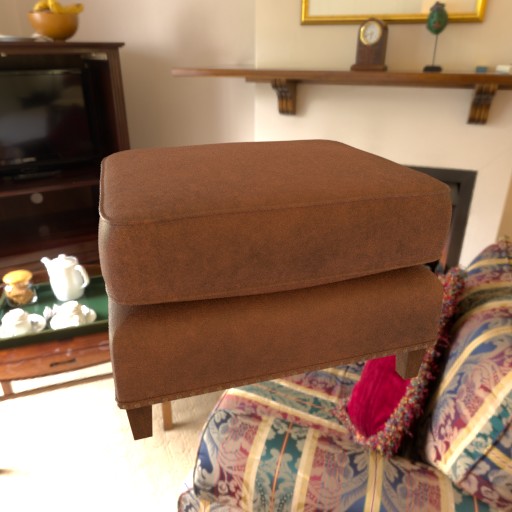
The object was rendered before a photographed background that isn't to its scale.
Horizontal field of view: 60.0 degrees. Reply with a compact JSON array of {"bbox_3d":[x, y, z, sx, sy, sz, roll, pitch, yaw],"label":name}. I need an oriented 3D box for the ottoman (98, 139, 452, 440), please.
[{"bbox_3d":[0.000,0.000,1.130,0.738,0.537,0.589,-7,25,-15],"label":"ottoman"}]
